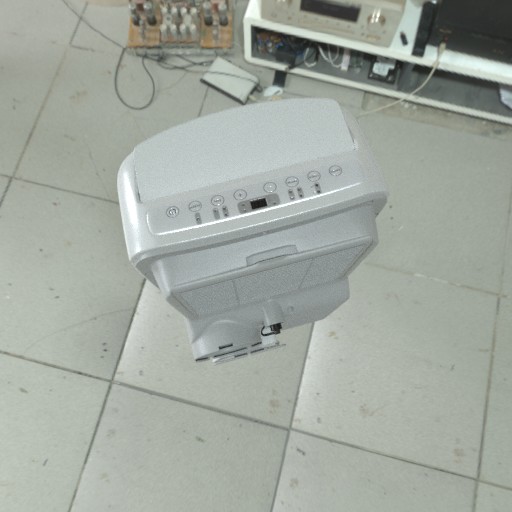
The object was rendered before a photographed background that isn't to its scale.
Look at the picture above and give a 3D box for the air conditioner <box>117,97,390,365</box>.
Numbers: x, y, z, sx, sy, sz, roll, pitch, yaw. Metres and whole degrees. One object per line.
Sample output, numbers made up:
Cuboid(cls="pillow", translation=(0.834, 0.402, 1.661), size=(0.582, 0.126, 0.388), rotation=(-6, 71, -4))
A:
Cuboid(cls="air conditioner", translation=(0.000, 0.000, 1.048), size=(0.449, 0.786, 0.414), rotation=(-15, 76, -4))
